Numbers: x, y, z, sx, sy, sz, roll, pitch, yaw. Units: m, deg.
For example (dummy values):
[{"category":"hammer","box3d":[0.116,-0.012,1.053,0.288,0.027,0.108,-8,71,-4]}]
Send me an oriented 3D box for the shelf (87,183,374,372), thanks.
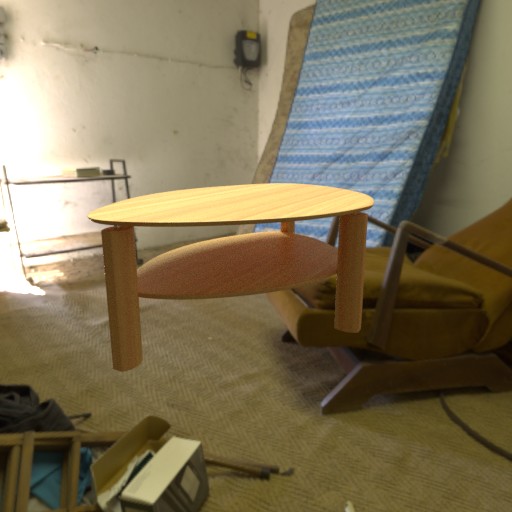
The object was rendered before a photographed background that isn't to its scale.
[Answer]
[{"category":"shelf","box3d":[0.000,0.000,1.673,0.845,0.440,1.246,8,16,27]}]
